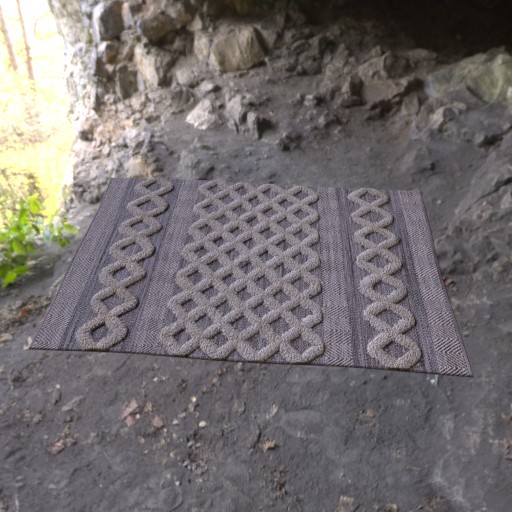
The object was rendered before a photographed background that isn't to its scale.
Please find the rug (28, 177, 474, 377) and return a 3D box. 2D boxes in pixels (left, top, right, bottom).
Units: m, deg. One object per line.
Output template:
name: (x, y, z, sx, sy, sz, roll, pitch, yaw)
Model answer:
rug: (0.000, 0.000, 2.820, 2.333, 0.033, 1.513, 3, 47, 3)
